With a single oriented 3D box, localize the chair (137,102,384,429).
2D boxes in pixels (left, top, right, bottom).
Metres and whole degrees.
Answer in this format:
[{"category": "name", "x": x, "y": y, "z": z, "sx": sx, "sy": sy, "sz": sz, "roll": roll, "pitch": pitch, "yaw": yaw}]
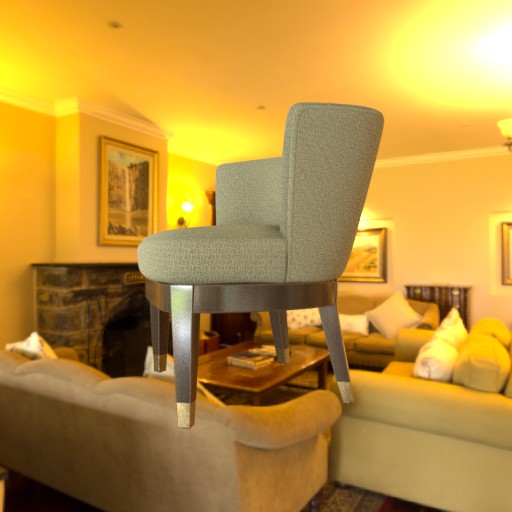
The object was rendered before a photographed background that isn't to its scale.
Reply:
[{"category": "chair", "x": 0.000, "y": 0.000, "z": 1.296, "sx": 0.660, "sy": 0.760, "sz": 0.700, "roll": 0, "pitch": 0, "yaw": -19}]
